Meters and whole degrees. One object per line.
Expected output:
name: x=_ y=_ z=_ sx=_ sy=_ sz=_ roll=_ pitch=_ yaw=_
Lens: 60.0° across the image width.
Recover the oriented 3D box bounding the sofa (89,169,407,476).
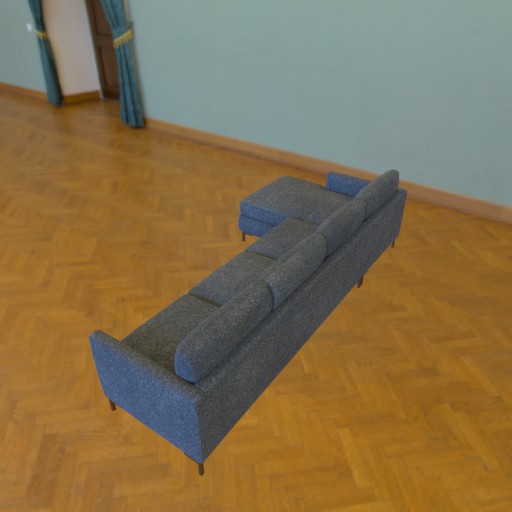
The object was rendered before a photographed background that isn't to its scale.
sofa: x=0.000 y=0.000 z=3.446 sx=1.350 sy=0.810 sz=2.932 roll=21 pitch=38 yaw=29
